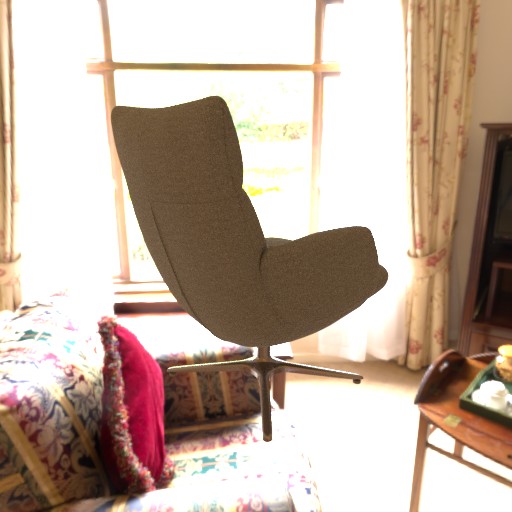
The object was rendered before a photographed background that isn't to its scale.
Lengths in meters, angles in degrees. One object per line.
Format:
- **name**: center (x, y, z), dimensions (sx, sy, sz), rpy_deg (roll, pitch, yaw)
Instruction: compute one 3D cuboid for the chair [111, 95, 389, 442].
- **chair**: center (0.000, 0.000, 1.538), dimensions (0.831, 0.984, 0.702), rpy_deg (-14, 21, -41)
